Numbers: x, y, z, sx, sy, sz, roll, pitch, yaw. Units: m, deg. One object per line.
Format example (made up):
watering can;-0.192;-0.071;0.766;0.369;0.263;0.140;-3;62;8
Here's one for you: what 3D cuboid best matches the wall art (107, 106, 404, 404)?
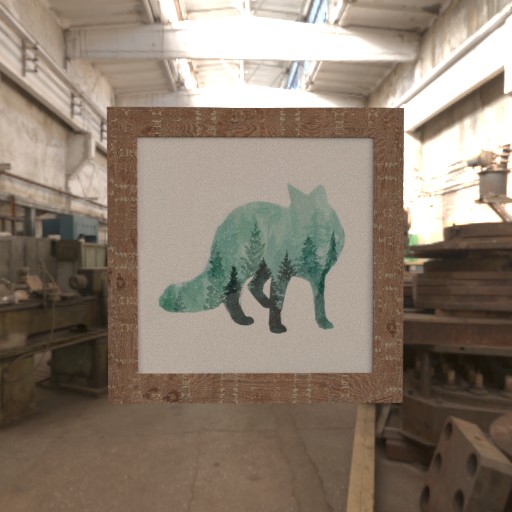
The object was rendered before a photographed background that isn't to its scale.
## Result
wall art;0.000;0.000;0.581;0.384;0.384;0.012;0;1;-1
